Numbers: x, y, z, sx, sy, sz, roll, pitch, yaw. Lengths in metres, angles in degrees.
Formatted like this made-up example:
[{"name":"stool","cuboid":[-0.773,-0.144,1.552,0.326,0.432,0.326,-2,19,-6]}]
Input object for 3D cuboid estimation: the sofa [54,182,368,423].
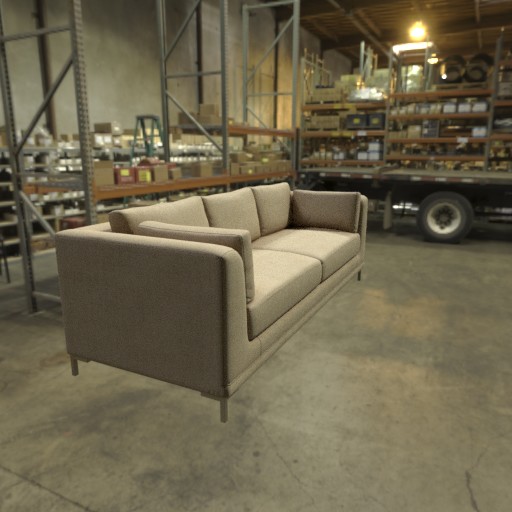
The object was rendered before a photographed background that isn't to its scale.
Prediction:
[{"name":"sofa","cuboid":[0.000,0.000,3.034,0.969,0.867,2.415,7,15,26]}]
